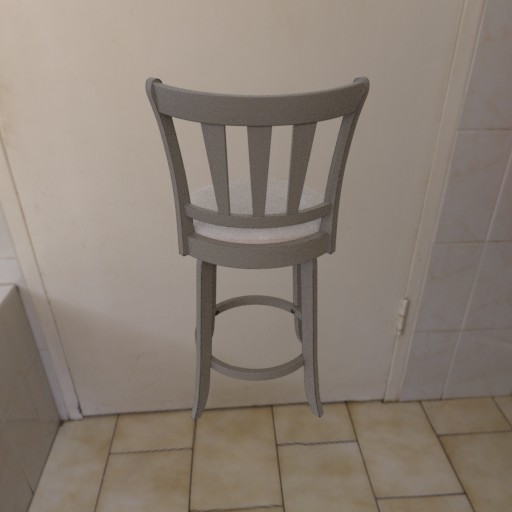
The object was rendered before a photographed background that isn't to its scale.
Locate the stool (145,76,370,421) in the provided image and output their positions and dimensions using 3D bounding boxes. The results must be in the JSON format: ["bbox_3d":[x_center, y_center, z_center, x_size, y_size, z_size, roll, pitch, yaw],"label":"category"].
[{"bbox_3d":[0.000,0.000,1.263,0.450,0.994,0.486,-1,30,-1],"label":"stool"}]
